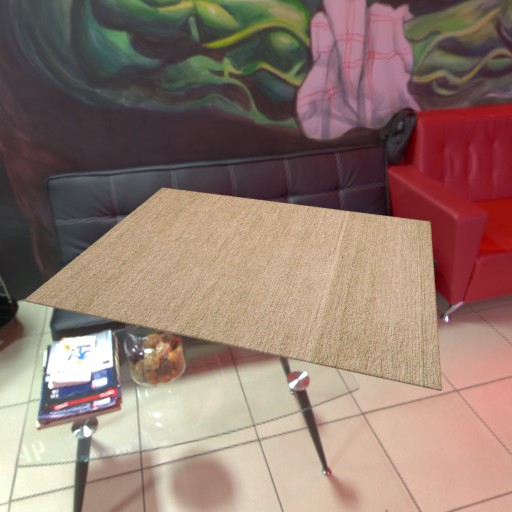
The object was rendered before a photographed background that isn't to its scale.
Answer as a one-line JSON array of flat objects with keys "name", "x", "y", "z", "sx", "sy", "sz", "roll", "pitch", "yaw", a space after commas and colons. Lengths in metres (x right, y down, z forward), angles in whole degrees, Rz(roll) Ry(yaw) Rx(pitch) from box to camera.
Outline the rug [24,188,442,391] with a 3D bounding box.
[{"name": "rug", "x": 0.000, "y": 0.000, "z": 4.188, "sx": 3.198, "sy": 0.016, "sz": 2.425, "roll": 9, "pitch": 33, "yaw": 14}]
